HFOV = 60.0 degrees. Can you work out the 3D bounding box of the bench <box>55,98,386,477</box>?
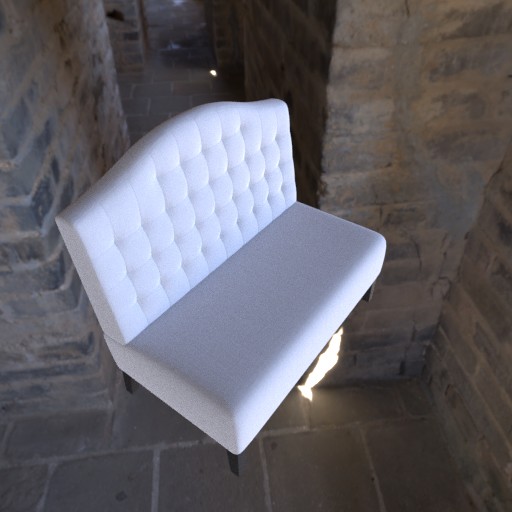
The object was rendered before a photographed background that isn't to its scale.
[{"bbox_3d":[0.000,0.000,2.055,0.815,1.180,1.335,26,47,27],"label":"bench"}]
